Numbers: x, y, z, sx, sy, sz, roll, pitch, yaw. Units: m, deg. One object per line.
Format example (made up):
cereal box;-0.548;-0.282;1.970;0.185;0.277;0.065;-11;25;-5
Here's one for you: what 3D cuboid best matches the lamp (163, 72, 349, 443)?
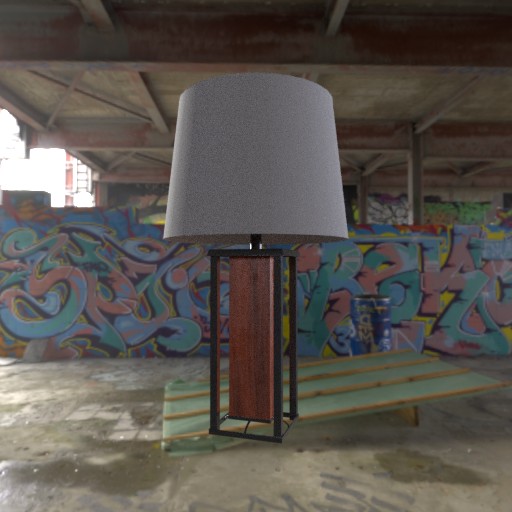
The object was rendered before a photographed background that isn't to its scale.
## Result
lamp;0.000;0.000;0.777;0.320;0.591;0.320;0;-1;0
